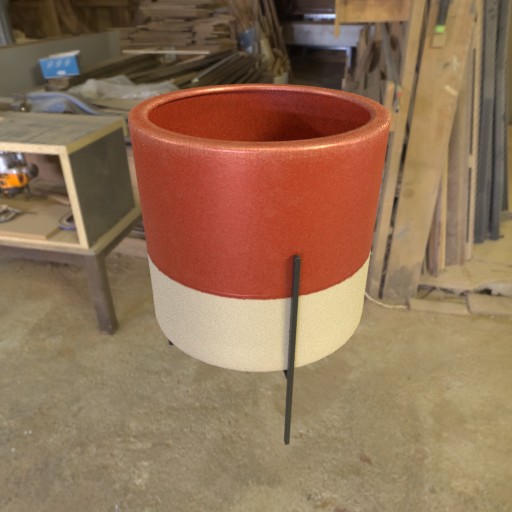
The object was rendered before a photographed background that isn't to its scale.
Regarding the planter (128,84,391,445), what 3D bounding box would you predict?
[{"bbox_3d":[0.000,0.000,0.713,0.354,0.465,0.345,8,32,13],"label":"planter"}]
